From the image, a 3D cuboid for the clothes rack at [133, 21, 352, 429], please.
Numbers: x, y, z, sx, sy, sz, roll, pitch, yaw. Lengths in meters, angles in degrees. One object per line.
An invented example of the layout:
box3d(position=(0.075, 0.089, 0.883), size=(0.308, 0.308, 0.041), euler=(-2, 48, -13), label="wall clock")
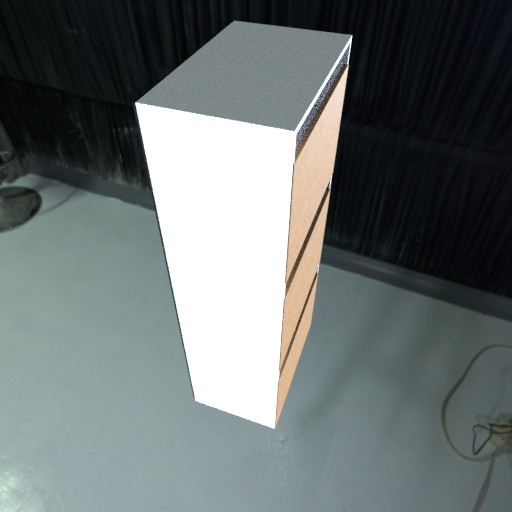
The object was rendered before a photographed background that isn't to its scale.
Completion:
box3d(position=(0.000, 0.000, 1.390), size=(0.330, 1.187, 0.500), euler=(14, 47, 14), label="clothes rack")
